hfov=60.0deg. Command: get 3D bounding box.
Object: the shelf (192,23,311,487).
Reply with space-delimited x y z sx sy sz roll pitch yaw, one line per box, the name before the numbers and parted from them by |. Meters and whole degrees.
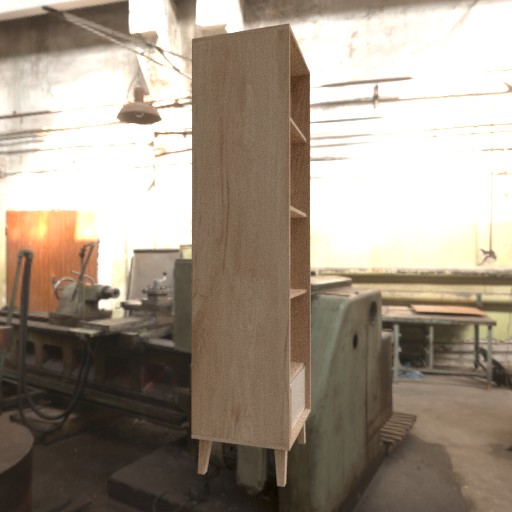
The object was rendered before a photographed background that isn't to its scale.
shelf | 0.000 0.000 2.173 0.450 1.960 0.510 0 0 17
